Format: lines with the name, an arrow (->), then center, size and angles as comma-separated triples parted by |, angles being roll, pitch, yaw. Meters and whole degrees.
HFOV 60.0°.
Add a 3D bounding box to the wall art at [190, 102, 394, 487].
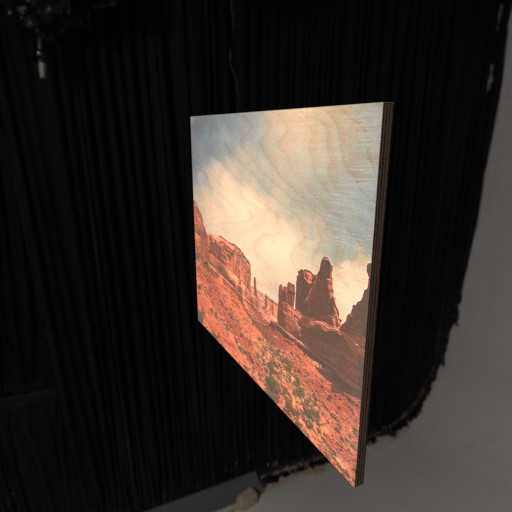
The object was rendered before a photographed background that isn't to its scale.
wall art -> 0.000, 0.000, 0.658 | 0.013, 0.406, 0.508 | -8, 18, -26
